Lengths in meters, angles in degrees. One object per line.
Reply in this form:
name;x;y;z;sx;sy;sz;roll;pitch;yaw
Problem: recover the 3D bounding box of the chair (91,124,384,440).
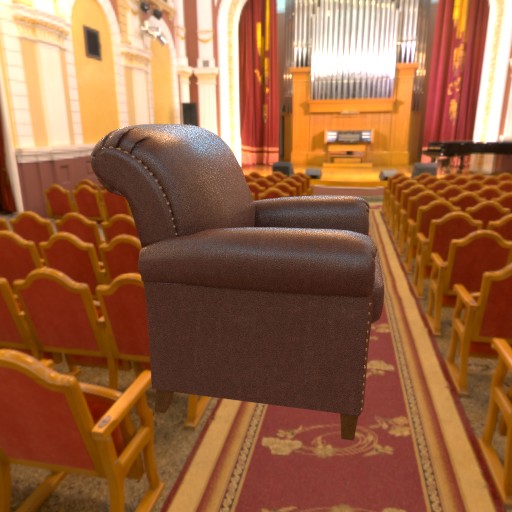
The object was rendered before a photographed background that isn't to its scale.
chair;0.000;0.000;1.622;0.890;0.927;0.854;3;16;12
